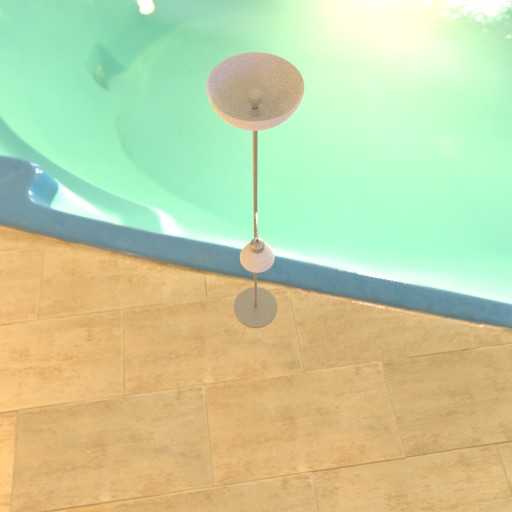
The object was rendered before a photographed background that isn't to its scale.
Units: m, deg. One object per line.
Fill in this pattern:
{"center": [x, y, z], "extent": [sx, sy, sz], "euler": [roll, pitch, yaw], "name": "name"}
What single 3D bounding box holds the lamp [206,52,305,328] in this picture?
{"center": [0.000, 0.000, 1.994], "extent": [0.279, 1.804, 0.425], "euler": [-2, 64, -1], "name": "lamp"}
